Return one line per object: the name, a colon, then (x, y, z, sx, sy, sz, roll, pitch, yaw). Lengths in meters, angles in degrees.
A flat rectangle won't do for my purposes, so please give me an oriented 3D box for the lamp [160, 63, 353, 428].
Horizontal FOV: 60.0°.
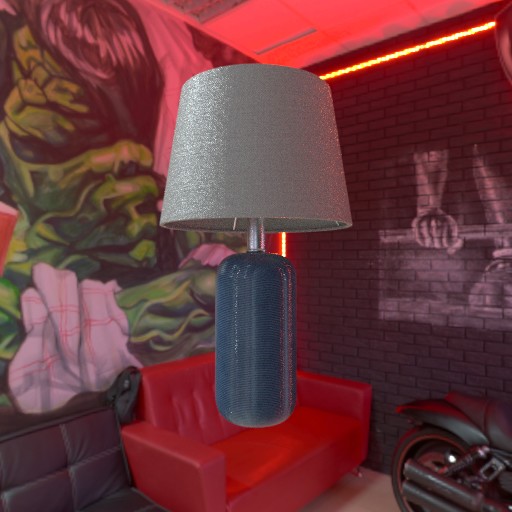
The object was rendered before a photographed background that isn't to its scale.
lamp: (0.000, 0.000, 0.593, 0.253, 0.428, 0.253, 0, -1, 0)
